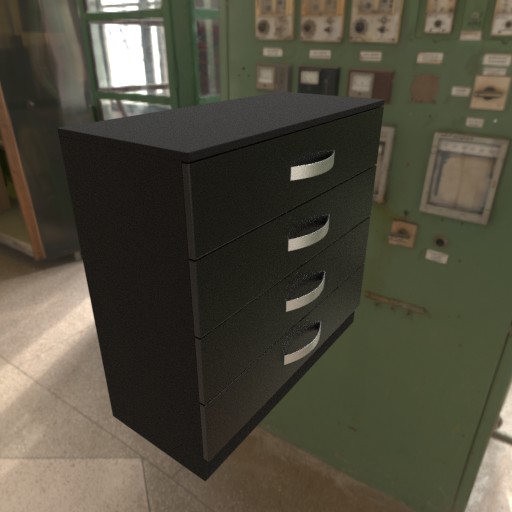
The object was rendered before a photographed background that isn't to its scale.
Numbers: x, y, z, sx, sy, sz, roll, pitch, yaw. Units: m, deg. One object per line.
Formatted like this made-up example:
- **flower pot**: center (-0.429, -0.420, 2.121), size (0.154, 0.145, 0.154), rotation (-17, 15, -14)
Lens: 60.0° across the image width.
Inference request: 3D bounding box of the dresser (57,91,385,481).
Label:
- **dresser**: center (0.000, 0.000, 1.151), size (0.360, 0.720, 0.750), rotation (18, 31, 32)
